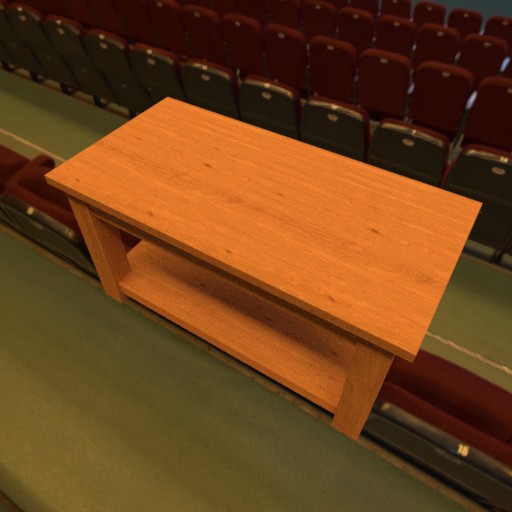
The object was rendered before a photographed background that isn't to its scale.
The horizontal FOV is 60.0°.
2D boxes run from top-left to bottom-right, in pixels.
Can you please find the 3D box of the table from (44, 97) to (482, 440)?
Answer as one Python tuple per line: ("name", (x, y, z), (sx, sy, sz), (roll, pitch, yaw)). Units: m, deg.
("table", (0.000, 0.000, 1.177), (0.899, 0.452, 0.450), (25, 52, 21))
